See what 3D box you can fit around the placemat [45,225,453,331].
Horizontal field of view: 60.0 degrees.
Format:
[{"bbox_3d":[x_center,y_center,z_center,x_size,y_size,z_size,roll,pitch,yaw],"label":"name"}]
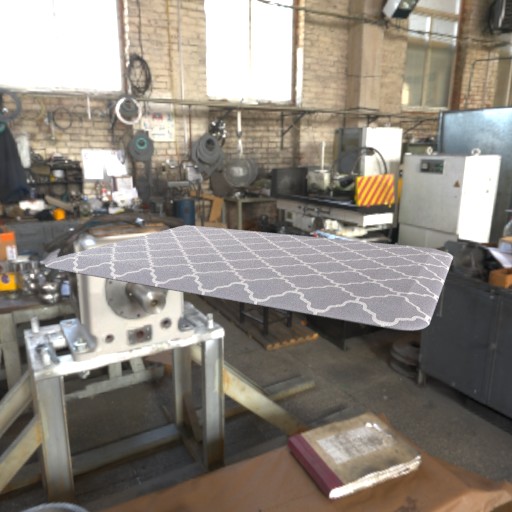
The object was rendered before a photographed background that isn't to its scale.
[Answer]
[{"bbox_3d":[0.000,0.000,0.966,0.762,0.021,0.508,7,15,26],"label":"placemat"}]
